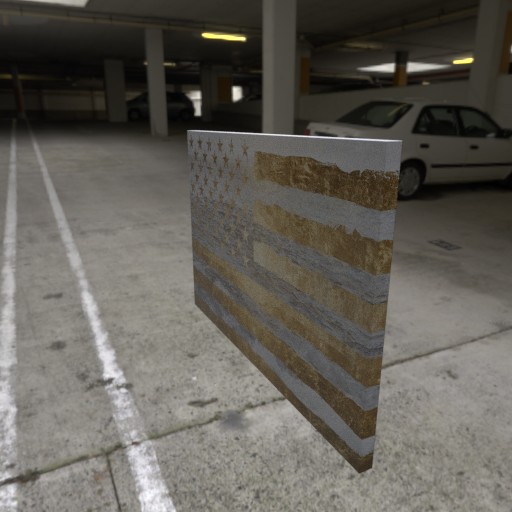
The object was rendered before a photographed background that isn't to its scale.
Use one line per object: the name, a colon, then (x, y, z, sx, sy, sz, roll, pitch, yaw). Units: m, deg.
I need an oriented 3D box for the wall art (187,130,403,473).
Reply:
wall art: (0.000, 0.000, 1.432, 0.041, 0.762, 1.145, -8, 19, -26)
